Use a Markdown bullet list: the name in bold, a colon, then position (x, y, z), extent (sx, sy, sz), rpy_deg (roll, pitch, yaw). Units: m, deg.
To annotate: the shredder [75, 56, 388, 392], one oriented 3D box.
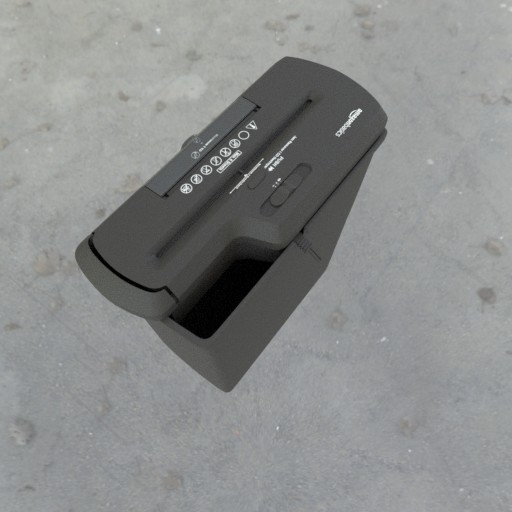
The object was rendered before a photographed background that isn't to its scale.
- **shredder**: position (0.000, 0.000, 0.533), extent (0.170, 0.335, 0.320), rpy_deg (35, 68, 16)
